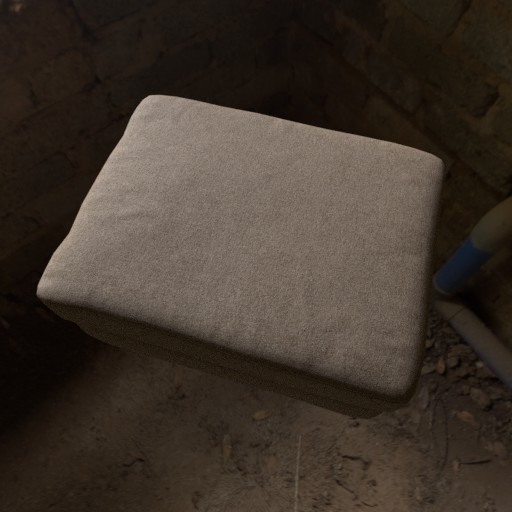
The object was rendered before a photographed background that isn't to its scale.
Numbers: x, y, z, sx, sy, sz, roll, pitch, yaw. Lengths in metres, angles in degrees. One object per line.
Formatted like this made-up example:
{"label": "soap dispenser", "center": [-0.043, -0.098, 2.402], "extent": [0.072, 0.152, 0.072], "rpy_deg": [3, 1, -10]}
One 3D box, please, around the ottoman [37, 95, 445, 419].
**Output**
{"label": "ottoman", "center": [0.000, 0.000, 1.275], "extent": [0.889, 0.511, 0.692], "rpy_deg": [15, 64, 7]}
